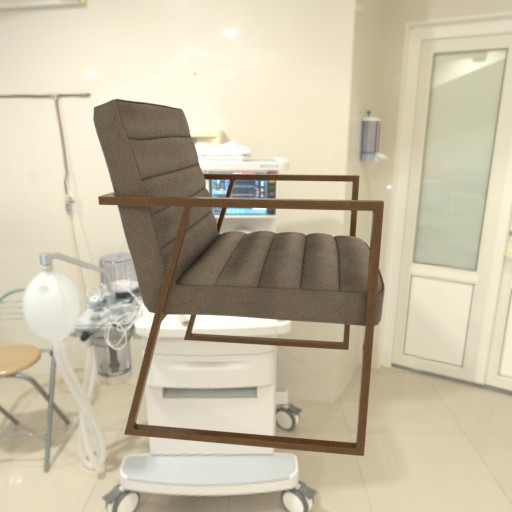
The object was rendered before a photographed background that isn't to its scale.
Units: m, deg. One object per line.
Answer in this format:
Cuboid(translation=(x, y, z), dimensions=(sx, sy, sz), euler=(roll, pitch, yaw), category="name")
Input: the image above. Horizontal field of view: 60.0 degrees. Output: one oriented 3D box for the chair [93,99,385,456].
Cuboid(translation=(0.000, 0.000, 1.291), dimensions=(0.682, 0.843, 0.578), euler=(2, 16, 7), category="chair")
